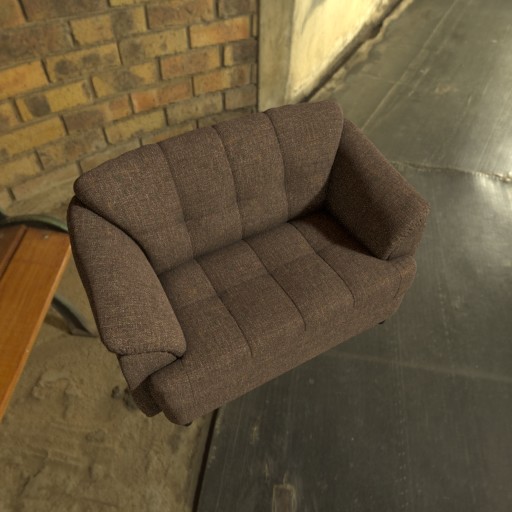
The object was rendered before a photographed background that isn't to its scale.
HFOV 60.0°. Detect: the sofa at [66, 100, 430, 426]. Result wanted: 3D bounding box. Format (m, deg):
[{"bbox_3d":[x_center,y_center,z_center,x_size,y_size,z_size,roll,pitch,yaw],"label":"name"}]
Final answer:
[{"bbox_3d":[0.000,0.000,1.939,1.404,0.895,0.799,-22,52,-19],"label":"sofa"}]
